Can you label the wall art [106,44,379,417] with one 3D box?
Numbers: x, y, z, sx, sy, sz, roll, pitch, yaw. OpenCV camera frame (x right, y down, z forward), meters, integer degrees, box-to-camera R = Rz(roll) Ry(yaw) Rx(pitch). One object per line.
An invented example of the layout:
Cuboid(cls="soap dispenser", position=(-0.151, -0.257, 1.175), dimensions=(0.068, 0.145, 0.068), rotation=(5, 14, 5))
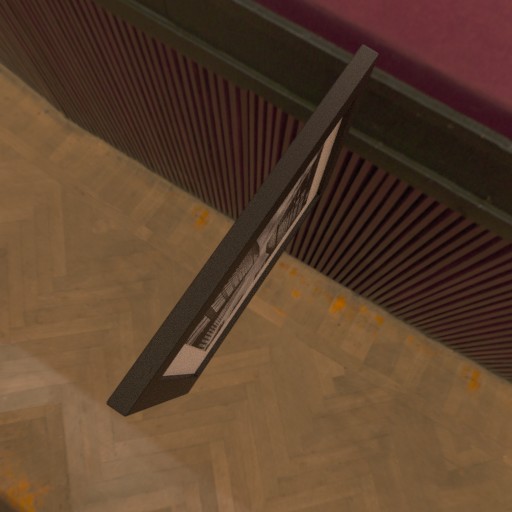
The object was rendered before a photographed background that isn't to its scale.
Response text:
Cuboid(cls="wall art", position=(0.000, 0.000, 0.762), dimensions=(0.031, 0.457, 0.558), rotation=(33, 78, 8))
